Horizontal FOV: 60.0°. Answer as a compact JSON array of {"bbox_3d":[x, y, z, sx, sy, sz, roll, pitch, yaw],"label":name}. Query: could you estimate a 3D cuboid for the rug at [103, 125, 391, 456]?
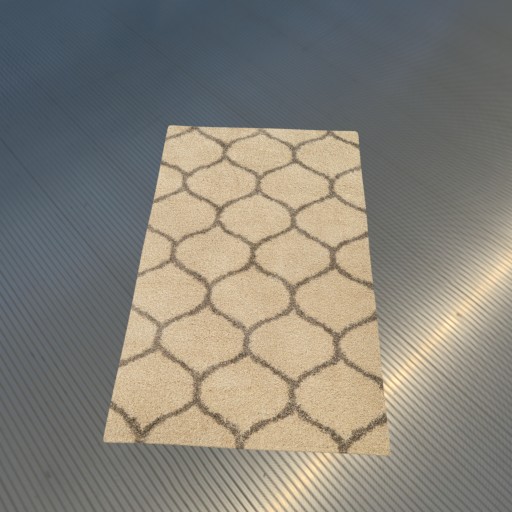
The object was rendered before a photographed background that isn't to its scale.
[{"bbox_3d":[0.000,0.000,2.907,1.501,0.024,2.348,2,59,1],"label":"rug"}]
